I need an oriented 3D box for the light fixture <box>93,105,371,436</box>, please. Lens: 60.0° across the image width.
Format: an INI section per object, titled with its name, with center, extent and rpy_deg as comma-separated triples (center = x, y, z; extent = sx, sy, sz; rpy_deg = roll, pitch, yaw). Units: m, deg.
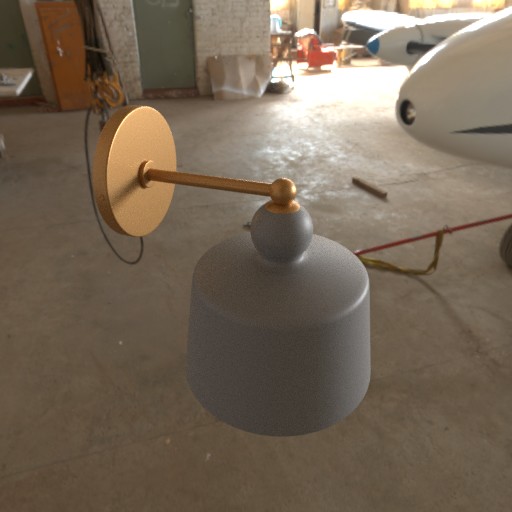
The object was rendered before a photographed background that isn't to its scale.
[light fixture]
center = 0.000, 0.000, 0.437
extent = 0.254, 0.268, 0.204
rpy_deg = 10, 33, 16
